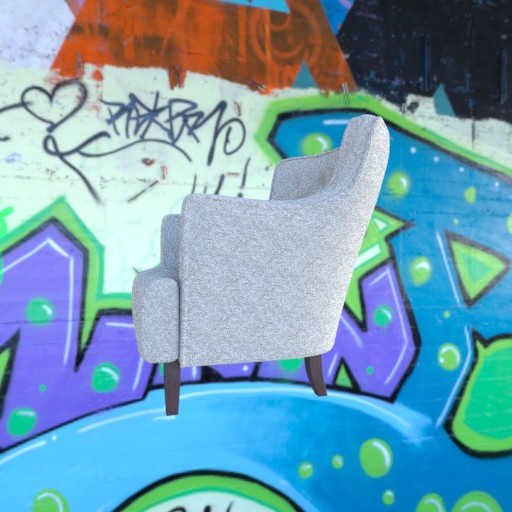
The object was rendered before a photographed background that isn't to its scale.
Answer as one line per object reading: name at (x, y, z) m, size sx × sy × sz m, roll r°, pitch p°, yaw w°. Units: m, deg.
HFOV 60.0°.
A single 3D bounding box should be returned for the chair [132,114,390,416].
chair at (0.000, 0.000, 1.733) m, size 0.910 × 0.920 × 0.820 m, roll 0°, pitch 0°, yaw -17°
